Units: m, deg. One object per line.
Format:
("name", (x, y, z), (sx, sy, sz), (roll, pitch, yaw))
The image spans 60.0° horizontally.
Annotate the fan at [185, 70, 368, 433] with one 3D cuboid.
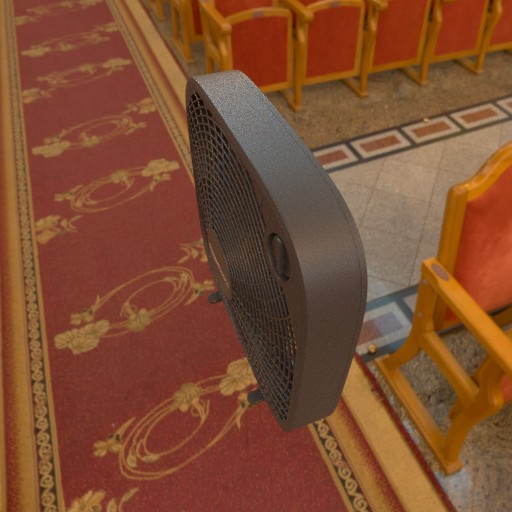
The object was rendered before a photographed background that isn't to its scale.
("fan", (0.000, 0.000, 0.793), (0.142, 0.533, 0.526), (-16, 49, -14))
